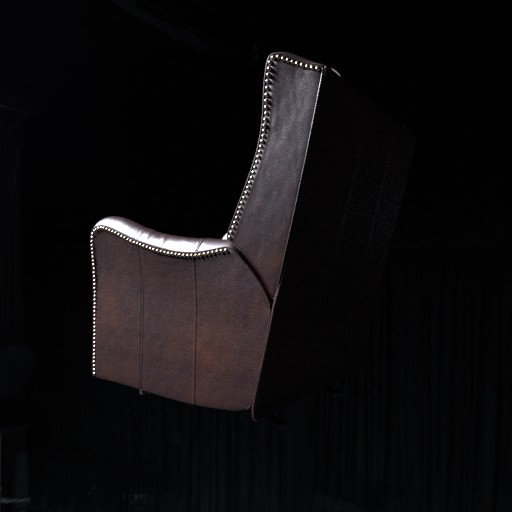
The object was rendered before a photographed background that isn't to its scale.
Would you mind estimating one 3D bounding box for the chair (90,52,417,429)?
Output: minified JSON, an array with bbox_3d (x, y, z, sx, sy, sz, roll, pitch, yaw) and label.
[{"bbox_3d":[0.000,0.000,1.723,1.008,1.084,0.869,0,-1,36],"label":"chair"}]
